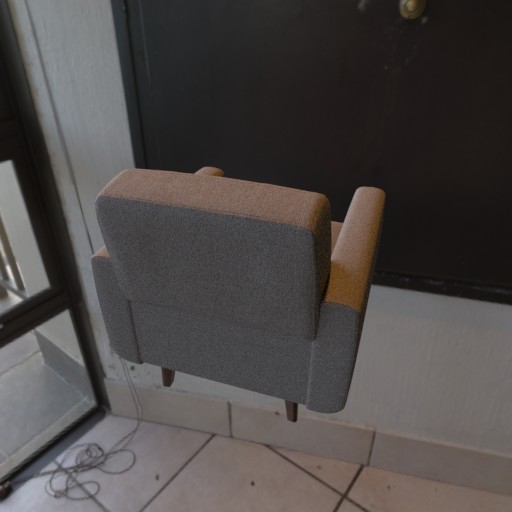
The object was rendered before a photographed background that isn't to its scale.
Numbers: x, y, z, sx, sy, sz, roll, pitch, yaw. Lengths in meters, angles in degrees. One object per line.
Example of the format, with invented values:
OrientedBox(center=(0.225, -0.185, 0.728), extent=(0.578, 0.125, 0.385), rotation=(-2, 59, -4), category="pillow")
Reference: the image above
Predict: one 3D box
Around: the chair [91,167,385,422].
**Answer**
OrientedBox(center=(0.000, 0.000, 1.609), extent=(0.831, 0.839, 0.907), rotation=(10, 33, 16), category="chair")
